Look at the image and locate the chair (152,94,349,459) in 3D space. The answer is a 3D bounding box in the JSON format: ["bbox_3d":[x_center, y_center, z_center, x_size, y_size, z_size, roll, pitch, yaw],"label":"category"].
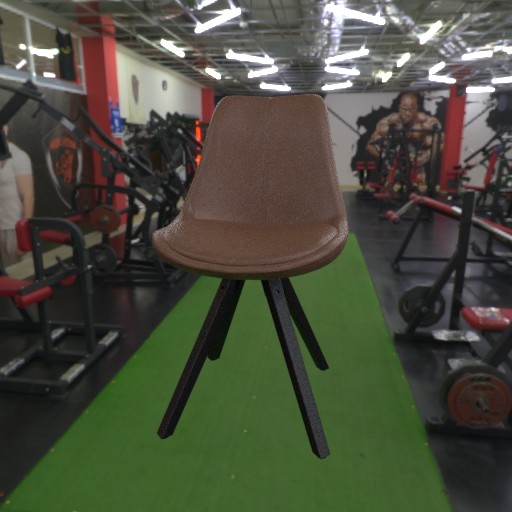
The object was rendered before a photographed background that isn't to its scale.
[{"bbox_3d":[0.000,0.000,1.177,0.475,0.850,0.550,3,15,10],"label":"chair"}]
